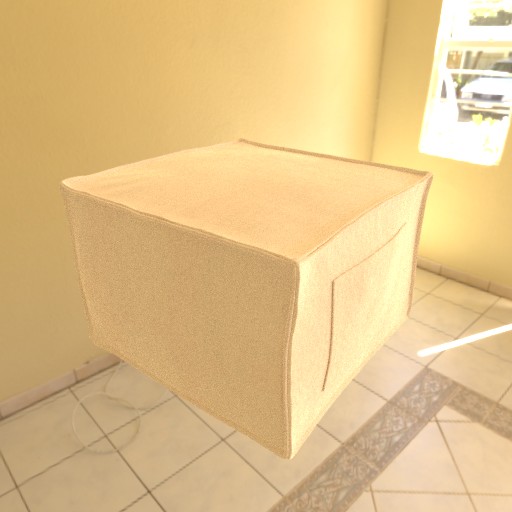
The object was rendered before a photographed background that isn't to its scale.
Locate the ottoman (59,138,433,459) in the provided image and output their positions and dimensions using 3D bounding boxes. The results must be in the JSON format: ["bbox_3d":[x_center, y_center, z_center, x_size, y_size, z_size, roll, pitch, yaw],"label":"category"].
[{"bbox_3d":[0.000,0.000,1.189,0.696,0.470,0.707,19,32,33],"label":"ottoman"}]
